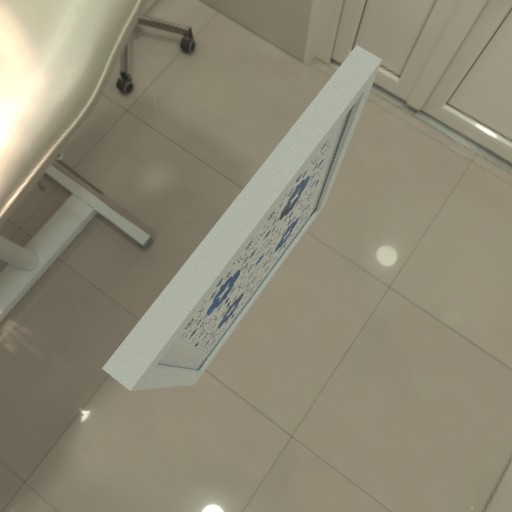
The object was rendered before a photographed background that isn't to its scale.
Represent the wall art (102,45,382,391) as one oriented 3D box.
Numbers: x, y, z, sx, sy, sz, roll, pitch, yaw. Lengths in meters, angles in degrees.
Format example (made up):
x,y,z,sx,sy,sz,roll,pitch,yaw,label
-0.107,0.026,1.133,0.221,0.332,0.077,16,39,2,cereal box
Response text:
x,y,z,sx,sy,sz,roll,pitch,yaw,label
0.000,0.000,0.537,0.027,0.355,0.355,35,77,9,wall art
